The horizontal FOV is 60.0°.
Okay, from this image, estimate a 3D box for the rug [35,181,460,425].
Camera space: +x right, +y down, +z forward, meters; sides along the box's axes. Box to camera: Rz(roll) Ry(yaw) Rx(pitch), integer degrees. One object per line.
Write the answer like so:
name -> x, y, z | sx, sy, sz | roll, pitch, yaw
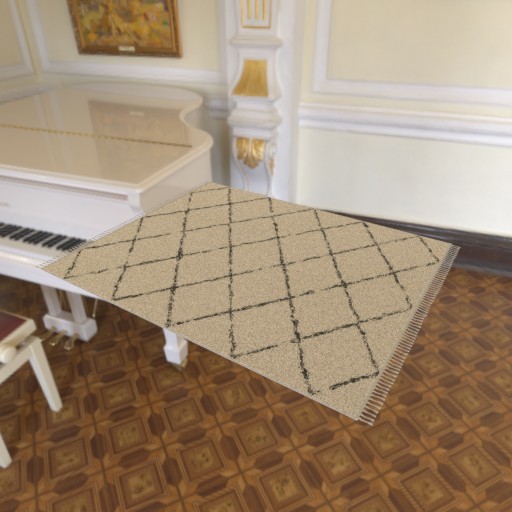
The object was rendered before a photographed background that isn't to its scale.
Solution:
rug -> 0.000, 0.000, 4.011 | 3.051, 0.013, 2.380 | 18, 36, 28
